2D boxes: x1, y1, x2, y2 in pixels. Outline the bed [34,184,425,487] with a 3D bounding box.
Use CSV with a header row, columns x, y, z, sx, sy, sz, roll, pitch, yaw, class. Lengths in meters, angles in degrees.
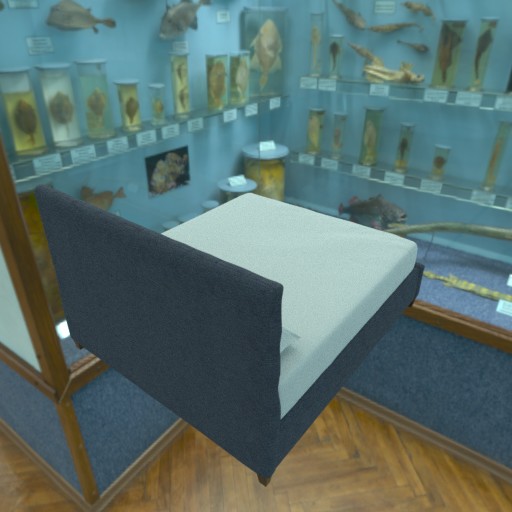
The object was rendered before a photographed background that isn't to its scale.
x,y,z,sx,sy,sz,roll,pitch,yaw,class
0.000,0.000,3.625,2.078,1.427,2.387,21,36,33,bed
